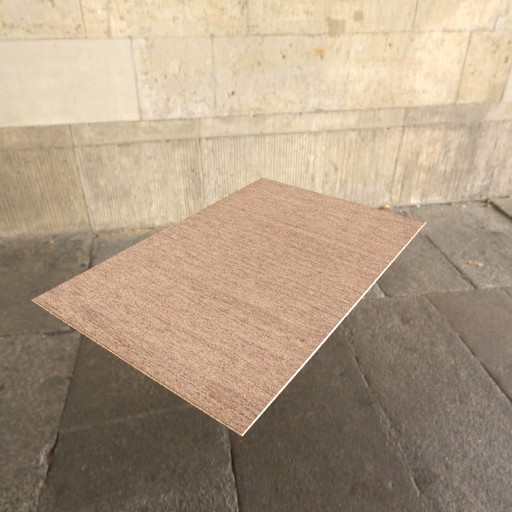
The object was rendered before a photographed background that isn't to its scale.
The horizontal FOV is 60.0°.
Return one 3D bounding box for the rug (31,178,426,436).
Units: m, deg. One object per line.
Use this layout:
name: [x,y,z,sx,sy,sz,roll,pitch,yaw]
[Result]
rug: [0.000,0.000,2.372,1.225,0.013,1.840,21,38,30]
